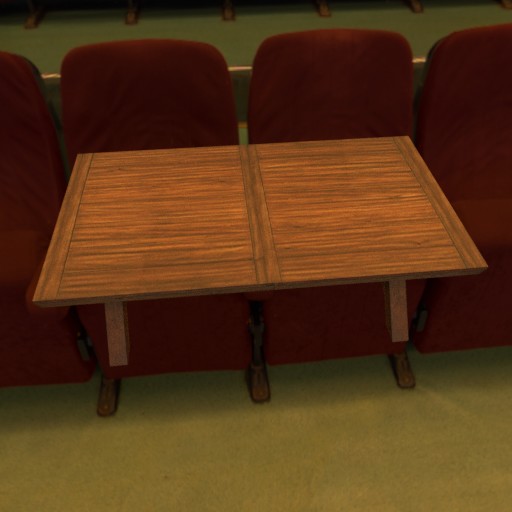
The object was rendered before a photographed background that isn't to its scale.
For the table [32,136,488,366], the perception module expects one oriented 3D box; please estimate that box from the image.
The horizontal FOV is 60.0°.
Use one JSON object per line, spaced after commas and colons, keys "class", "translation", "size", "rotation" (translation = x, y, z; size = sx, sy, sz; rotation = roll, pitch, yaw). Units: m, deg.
{"class": "table", "translation": [0.000, 0.000, 2.553], "size": [1.966, 0.793, 1.071], "rotation": [-4, 47, -4]}
